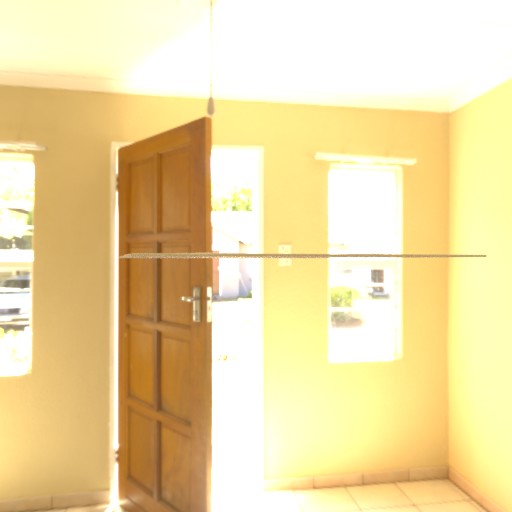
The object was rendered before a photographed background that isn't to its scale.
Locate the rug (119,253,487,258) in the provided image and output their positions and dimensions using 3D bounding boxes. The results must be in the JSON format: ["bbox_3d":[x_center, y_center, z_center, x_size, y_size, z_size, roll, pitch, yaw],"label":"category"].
[{"bbox_3d":[0.000,0.000,3.989,2.311,0.032,2.921,0,0,-18],"label":"rug"}]
